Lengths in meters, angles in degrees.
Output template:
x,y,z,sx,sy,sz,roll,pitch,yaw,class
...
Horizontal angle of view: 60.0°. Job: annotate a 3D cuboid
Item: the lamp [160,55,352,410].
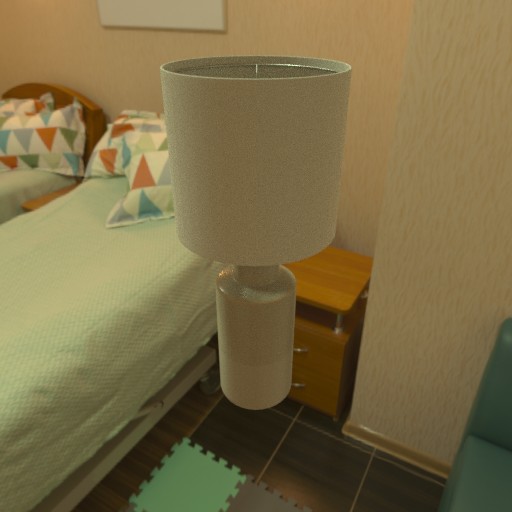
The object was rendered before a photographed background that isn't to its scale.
x,y,z,sx,sy,sz,roll,pitch,yaw,class
0.000,0.000,0.619,0.212,0.493,0.212,0,30,1,lamp
